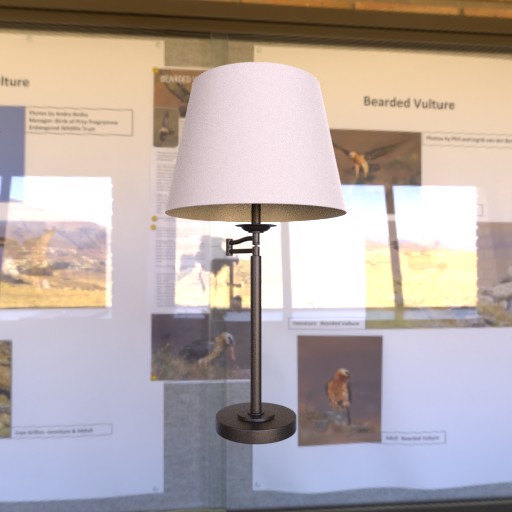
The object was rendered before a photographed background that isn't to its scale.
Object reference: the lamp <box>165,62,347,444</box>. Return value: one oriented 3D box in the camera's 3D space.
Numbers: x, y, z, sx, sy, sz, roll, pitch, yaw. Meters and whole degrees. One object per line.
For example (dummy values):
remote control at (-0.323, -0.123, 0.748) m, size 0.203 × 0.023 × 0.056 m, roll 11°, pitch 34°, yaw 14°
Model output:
lamp at (0.000, 0.000, 0.901) m, size 0.363 × 0.696 × 0.363 m, roll 0°, pitch -1°, yaw 0°
